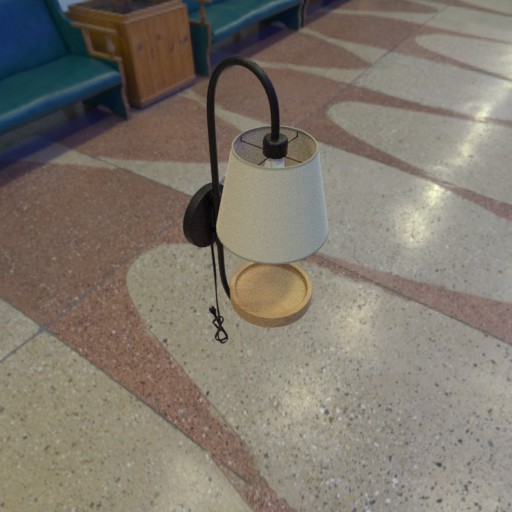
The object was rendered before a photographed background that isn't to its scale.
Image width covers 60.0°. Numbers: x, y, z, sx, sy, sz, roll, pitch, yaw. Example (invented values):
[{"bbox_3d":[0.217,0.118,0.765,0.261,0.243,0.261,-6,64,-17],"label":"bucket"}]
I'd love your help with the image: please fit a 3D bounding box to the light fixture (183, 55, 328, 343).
[{"bbox_3d":[0.000,0.000,0.960,0.299,0.821,0.220,26,49,25],"label":"light fixture"}]
